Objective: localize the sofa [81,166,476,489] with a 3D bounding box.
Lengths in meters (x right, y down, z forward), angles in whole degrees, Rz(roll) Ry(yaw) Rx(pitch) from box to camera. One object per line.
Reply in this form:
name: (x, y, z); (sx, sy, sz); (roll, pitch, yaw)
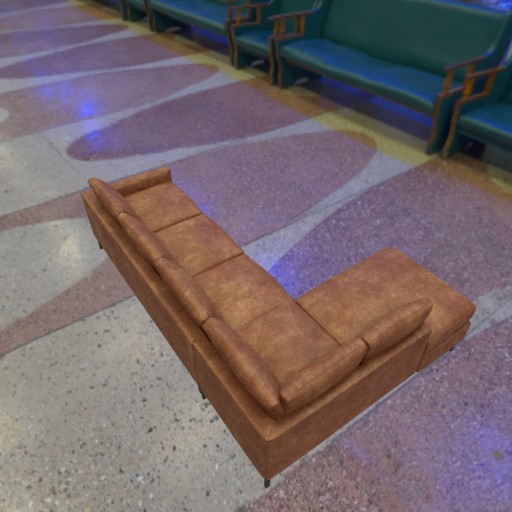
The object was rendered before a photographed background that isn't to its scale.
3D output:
sofa: (0.000, 0.000, 3.799); (1.938, 0.877, 2.984); (-25, 47, -26)
